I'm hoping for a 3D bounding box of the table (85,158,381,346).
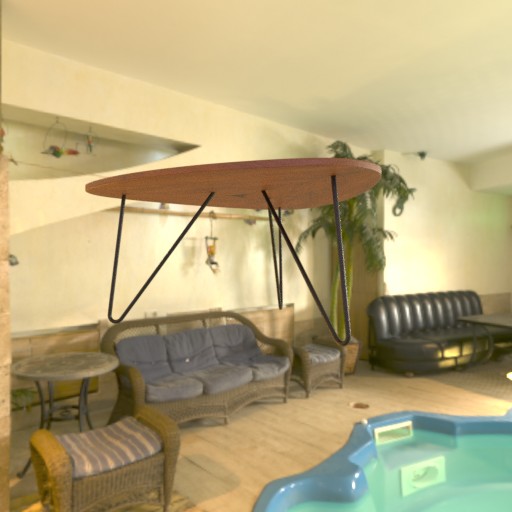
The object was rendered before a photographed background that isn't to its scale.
[{"bbox_3d":[0.000,0.000,1.293,0.833,0.413,0.821,0,0,-35],"label":"table"}]
